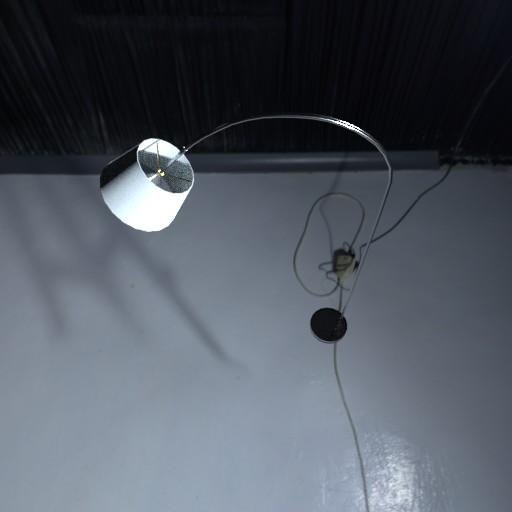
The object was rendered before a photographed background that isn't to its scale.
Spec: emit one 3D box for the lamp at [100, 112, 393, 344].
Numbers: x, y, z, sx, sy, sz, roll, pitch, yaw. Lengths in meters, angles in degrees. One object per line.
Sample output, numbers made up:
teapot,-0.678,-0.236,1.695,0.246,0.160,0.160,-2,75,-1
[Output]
lamp,0.000,0.000,2.654,1.445,2.098,0.406,-1,57,-1
